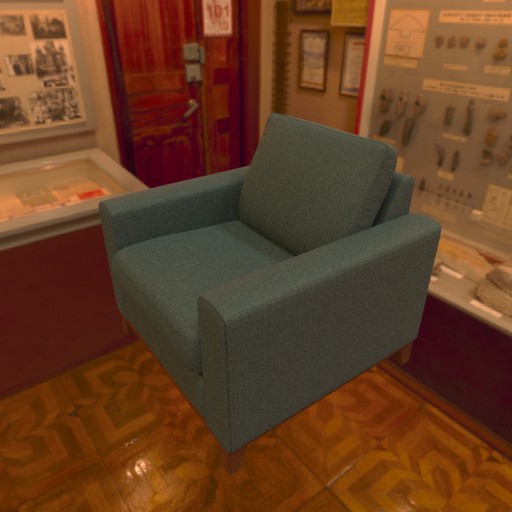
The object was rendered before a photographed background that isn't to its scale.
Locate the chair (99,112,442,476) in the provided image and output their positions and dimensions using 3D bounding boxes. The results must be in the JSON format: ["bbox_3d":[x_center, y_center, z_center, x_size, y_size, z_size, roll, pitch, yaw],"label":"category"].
[{"bbox_3d":[0.000,0.000,1.884,1.038,1.010,1.024,-20,35,-31],"label":"chair"}]
